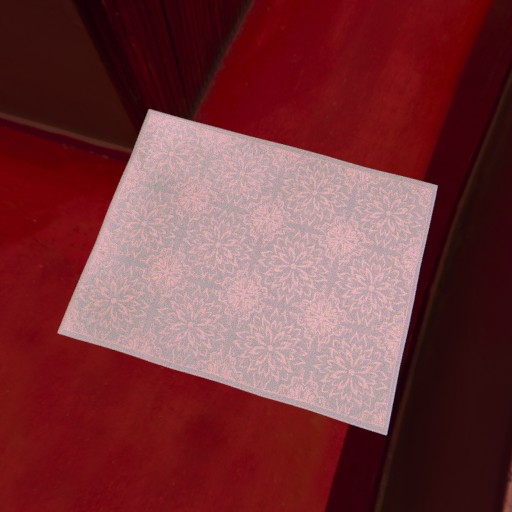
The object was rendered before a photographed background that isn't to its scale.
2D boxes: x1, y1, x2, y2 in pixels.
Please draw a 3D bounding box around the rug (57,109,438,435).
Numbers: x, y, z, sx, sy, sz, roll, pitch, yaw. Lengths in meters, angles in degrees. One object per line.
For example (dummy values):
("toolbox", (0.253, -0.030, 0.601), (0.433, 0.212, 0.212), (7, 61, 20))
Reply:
("rug", (0.000, 0.000, 4.118), (2.980, 0.012, 2.363), (16, 75, 4))
